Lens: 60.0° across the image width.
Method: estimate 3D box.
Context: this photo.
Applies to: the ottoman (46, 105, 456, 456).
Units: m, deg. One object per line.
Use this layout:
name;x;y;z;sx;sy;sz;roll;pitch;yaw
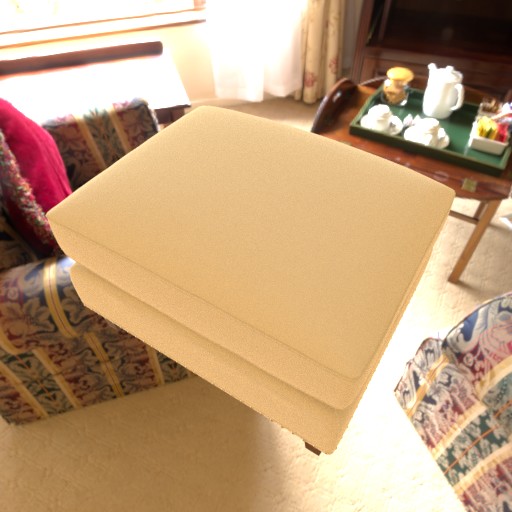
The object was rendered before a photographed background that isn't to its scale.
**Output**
ottoman;0.000;0.000;1.109;0.741;0.513;0.584;25;52;21
